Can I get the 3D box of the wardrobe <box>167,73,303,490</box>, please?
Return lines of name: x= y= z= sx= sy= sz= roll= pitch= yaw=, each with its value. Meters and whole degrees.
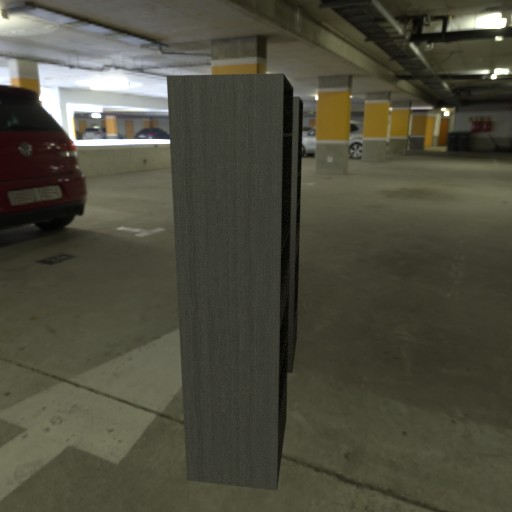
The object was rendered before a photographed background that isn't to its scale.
wardrobe: x=0.000 y=0.000 z=2.891 sx=0.480 sy=2.000 sz=1.770 roll=2 pitch=16 yaw=8
